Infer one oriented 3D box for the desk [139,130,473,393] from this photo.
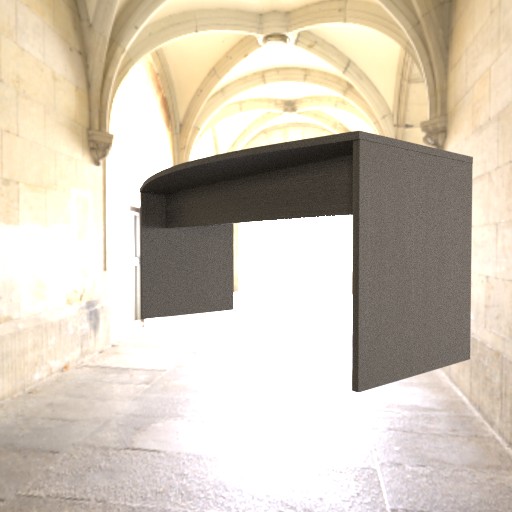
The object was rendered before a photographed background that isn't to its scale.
[{"bbox_3d":[0.000,0.000,2.044,0.802,0.750,1.600,-1,2,-37],"label":"desk"}]
